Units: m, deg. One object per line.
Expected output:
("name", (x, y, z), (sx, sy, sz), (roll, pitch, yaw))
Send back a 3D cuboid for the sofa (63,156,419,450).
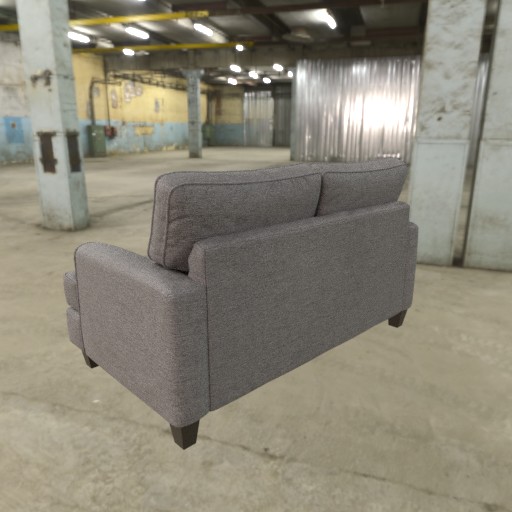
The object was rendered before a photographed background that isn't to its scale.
("sofa", (0.000, 0.000, 2.258), (1.651, 0.965, 0.965), (-14, 21, -42))
